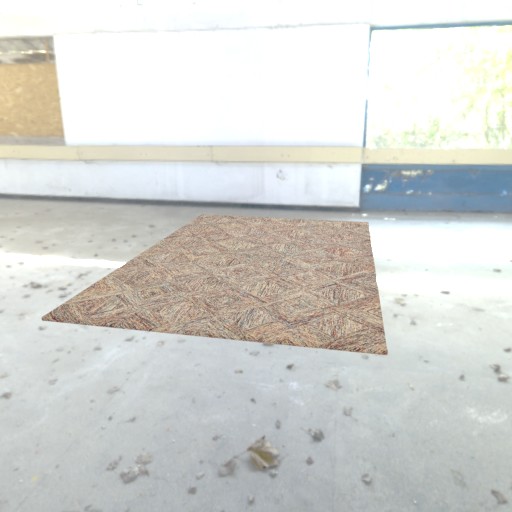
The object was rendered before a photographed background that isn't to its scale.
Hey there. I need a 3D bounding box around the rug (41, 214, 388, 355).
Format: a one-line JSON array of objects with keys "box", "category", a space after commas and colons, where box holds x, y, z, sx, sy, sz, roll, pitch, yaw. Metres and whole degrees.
[{"box": [0.000, 0.000, 2.935, 1.523, 0.019, 2.285, 4, 18, 11], "category": "rug"}]
